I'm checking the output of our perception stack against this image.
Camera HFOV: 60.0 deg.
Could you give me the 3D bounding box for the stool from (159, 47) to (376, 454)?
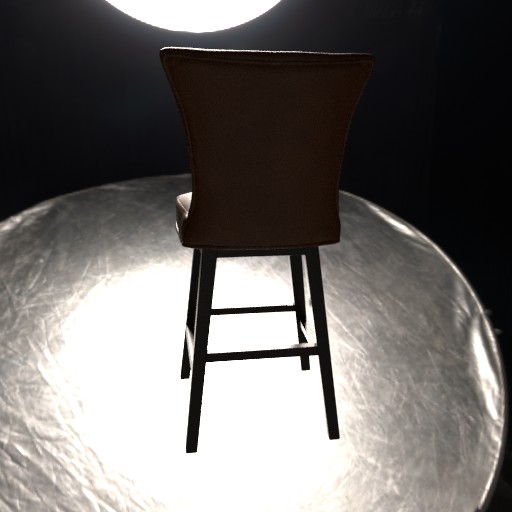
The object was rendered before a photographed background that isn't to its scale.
[{"bbox_3d":[0.000,0.000,1.381,0.522,1.094,0.585,-2,14,-8],"label":"stool"}]
